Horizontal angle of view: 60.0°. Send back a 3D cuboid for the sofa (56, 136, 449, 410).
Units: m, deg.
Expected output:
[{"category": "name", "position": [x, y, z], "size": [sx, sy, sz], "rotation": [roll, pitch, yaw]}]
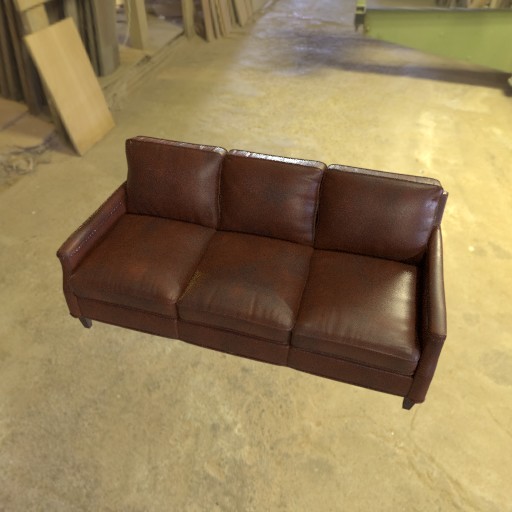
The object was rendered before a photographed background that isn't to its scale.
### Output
[{"category": "sofa", "position": [0.000, 0.000, 2.805], "size": [2.240, 1.003, 1.084], "rotation": [11, 43, 12]}]
